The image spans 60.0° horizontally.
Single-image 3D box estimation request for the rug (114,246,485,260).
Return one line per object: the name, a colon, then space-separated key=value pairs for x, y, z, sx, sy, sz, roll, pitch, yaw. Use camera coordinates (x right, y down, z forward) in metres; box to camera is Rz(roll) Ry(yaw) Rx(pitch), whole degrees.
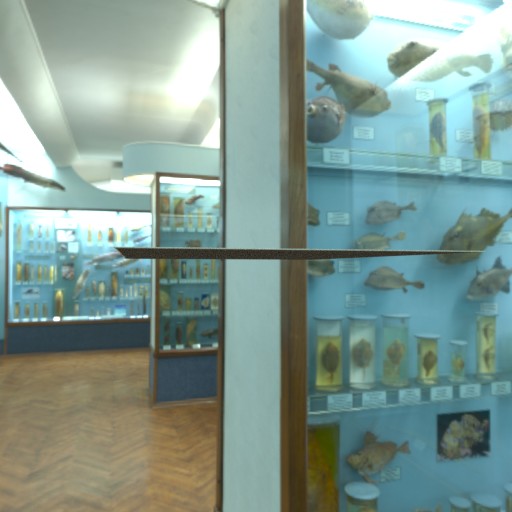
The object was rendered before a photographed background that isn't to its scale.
rug: x=0.000 y=0.000 z=4.175 sx=2.421 sy=0.008 sz=3.045 roll=0 pitch=-2 yaw=-15
